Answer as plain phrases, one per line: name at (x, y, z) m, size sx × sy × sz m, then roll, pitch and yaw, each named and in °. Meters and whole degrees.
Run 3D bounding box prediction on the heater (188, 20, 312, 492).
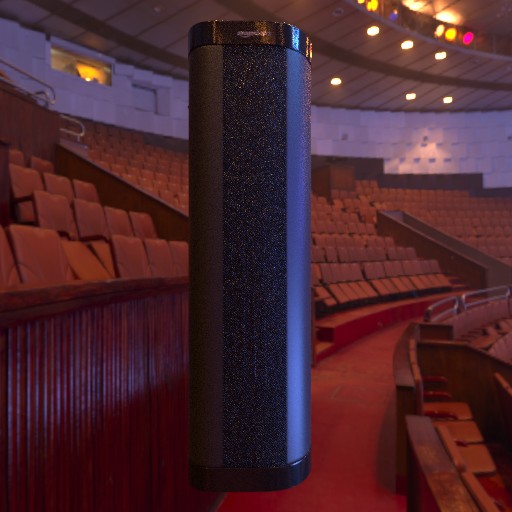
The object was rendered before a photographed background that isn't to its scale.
heater at (0.000, 0.000, 0.672) m, size 0.174 × 0.552 × 0.312 m, roll 0°, pitch 0°, yaw 0°
